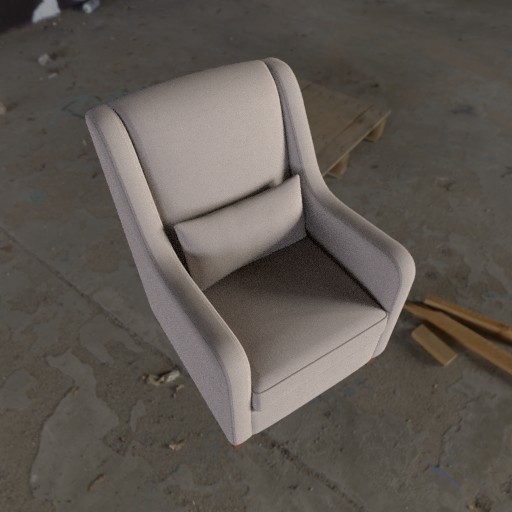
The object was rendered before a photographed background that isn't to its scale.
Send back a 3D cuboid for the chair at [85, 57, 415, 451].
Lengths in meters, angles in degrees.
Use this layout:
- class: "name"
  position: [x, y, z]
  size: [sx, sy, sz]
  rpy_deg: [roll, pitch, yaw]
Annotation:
- class: "chair"
  position: [0.000, 0.000, 1.584]
  size: [0.715, 1.010, 0.863]
  rpy_deg: [-25, 53, -21]
